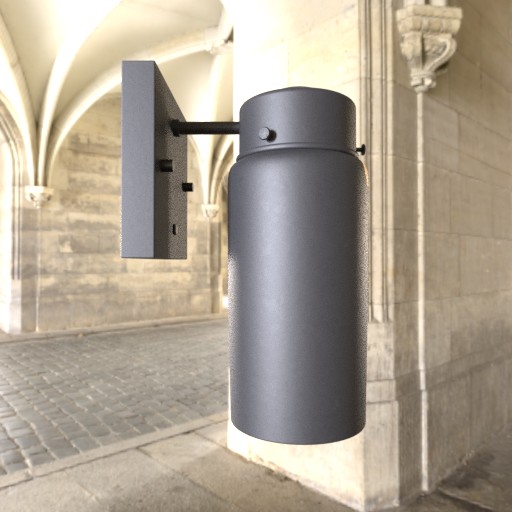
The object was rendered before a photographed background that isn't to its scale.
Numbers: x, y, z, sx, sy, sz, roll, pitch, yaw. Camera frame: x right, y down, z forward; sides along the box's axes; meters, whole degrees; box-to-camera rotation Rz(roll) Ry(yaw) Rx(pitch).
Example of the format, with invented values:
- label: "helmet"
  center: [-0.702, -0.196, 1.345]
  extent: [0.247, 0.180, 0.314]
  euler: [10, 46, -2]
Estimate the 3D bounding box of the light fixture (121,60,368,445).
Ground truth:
- label: "light fixture"
  center: [0.000, 0.000, 0.353]
  extent: [0.176, 0.257, 0.130]
  euler: [0, -1, 1]
